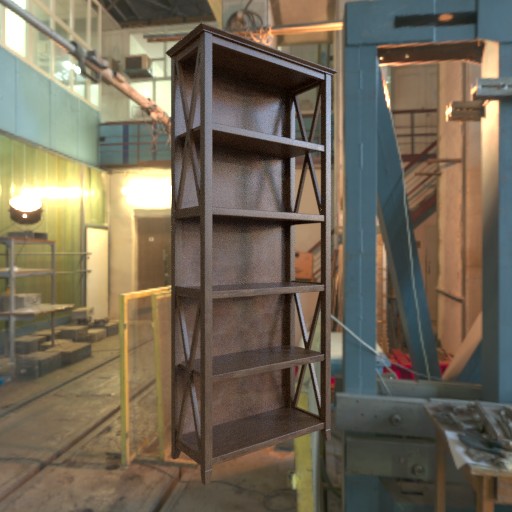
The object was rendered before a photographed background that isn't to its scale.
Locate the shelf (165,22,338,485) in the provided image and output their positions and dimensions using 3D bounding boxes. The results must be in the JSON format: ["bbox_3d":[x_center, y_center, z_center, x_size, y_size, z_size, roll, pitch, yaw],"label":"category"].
[{"bbox_3d":[0.000,0.000,2.180,0.805,1.905,0.335,0,0,-37],"label":"shelf"}]
